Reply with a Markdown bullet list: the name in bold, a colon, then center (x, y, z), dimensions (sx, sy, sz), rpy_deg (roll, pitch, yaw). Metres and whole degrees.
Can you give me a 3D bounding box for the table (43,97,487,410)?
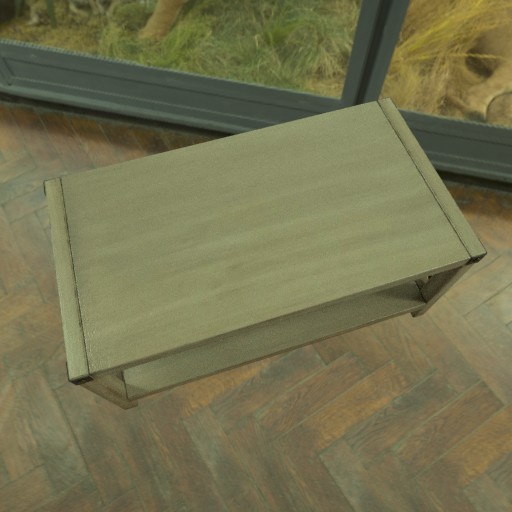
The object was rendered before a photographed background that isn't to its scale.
- **table**: center (0.000, 0.000, 1.319), dimensions (1.016, 0.456, 0.559), rpy_deg (-16, 64, -8)
